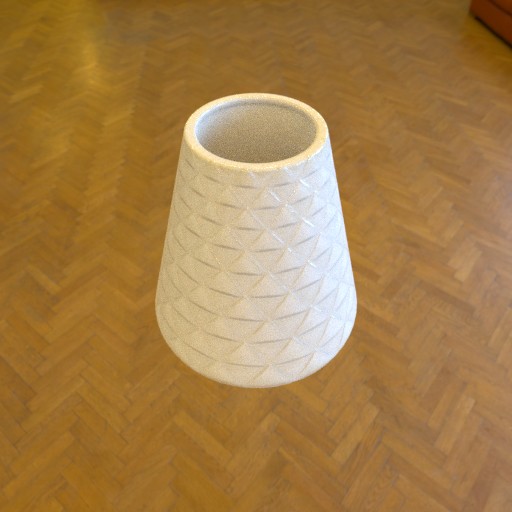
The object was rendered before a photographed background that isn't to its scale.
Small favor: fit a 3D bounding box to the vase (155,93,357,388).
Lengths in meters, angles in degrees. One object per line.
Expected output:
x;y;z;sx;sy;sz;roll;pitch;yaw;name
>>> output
0.000;0.000;0.354;0.175;0.230;0.175;0;47;0;vase
